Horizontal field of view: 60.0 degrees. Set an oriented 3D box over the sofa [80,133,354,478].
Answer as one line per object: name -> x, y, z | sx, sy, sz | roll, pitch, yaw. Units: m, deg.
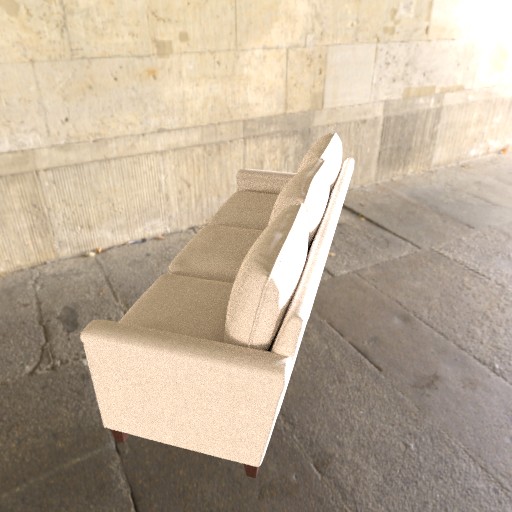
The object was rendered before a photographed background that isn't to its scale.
sofa -> 0.000, 0.000, 2.377 | 0.828, 0.961, 1.925 | 8, 31, 14
